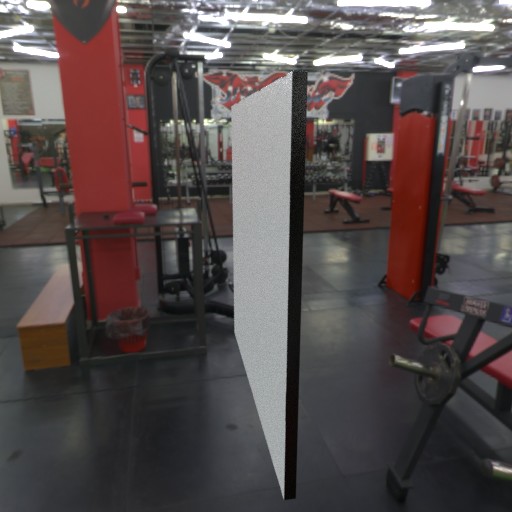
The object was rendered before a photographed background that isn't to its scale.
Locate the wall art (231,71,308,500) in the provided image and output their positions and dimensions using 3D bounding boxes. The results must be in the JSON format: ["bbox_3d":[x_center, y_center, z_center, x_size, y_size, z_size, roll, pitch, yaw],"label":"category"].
[{"bbox_3d":[0.000,0.000,0.648,0.014,0.445,0.446,-3,15,-9],"label":"wall art"}]
